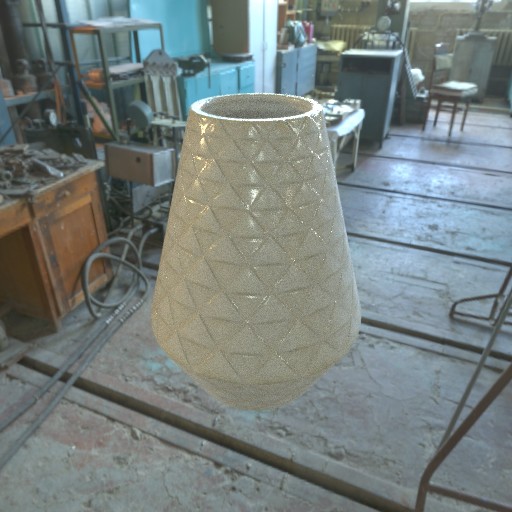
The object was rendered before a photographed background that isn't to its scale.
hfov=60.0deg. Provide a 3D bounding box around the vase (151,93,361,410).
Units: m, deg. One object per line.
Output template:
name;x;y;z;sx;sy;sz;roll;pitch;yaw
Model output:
vase;0.000;0.000;0.351;0.175;0.230;0.175;0;30;0
